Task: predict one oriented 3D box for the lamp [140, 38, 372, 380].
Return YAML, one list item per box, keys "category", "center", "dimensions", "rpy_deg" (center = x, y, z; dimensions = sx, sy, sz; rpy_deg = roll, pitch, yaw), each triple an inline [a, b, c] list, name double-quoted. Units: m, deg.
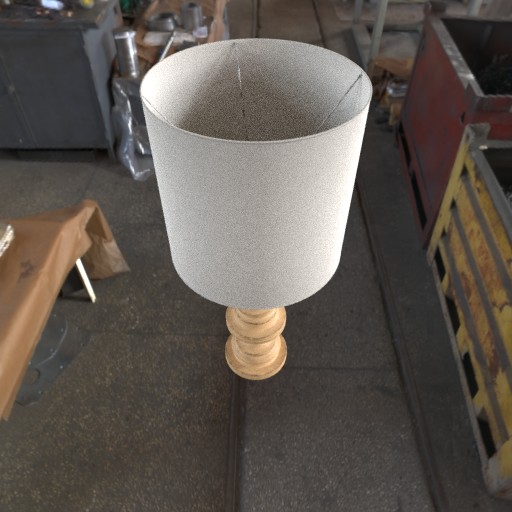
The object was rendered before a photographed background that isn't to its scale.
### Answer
- category: "lamp"
  center: [0.000, 0.000, 0.566]
  dimensions: [0.208, 0.455, 0.208]
  rpy_deg: [-24, 51, -22]
